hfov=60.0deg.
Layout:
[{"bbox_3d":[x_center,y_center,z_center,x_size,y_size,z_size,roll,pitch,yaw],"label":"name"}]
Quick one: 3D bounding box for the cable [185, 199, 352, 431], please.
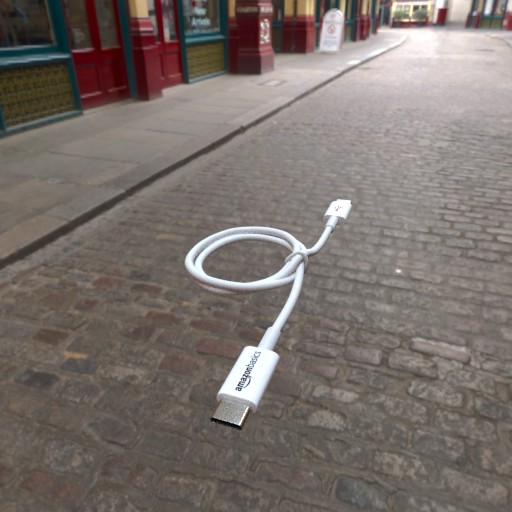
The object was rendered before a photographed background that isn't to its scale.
[{"bbox_3d":[0.000,0.000,0.228,0.070,0.014,0.203,10,30,17],"label":"cable"}]
